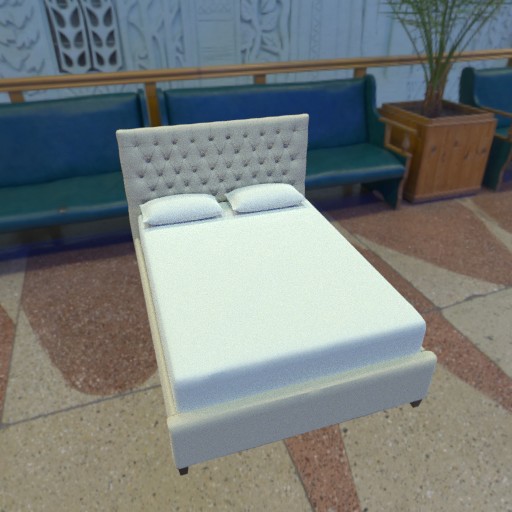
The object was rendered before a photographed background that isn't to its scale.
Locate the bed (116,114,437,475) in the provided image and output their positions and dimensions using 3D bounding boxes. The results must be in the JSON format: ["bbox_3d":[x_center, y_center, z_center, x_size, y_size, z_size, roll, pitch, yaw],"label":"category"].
[{"bbox_3d":[0.000,0.000,3.294,1.696,1.426,2.233,-10,33,-15],"label":"bed"}]
